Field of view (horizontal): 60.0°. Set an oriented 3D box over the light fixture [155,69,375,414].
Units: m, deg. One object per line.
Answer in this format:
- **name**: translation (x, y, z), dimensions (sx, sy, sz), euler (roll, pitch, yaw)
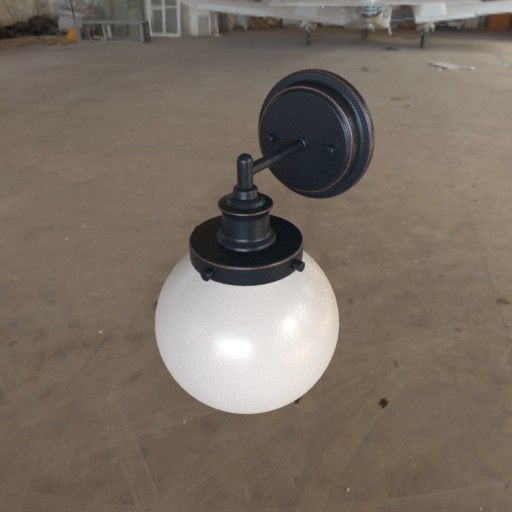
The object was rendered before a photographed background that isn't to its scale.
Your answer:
- **light fixture**: translation (0.000, 0.000, 0.458), dimensions (0.197, 0.332, 0.230), euler (20, 37, 29)
